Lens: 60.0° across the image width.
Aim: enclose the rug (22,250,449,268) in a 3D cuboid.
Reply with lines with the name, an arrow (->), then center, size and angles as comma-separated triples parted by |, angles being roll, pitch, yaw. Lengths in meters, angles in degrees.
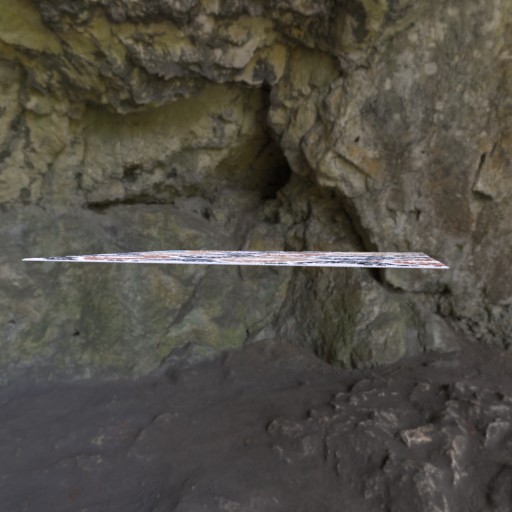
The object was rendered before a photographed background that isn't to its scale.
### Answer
rug -> 0.000, 0.000, 4.106 | 3.040, 0.014, 2.423 | 1, 2, 17
